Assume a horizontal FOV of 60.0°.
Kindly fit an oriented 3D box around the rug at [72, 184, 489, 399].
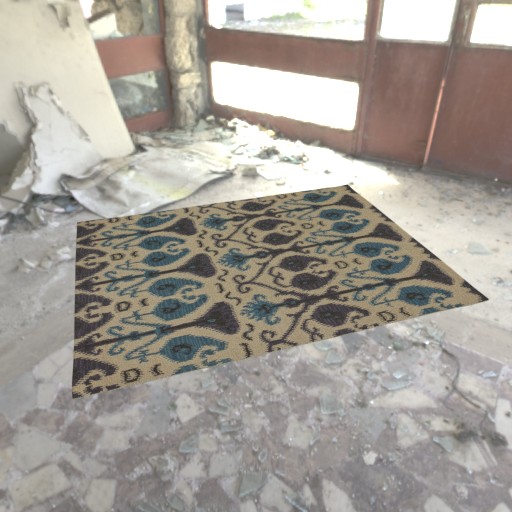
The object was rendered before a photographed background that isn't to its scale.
[{"bbox_3d":[0.000,0.000,4.168,3.228,0.024,2.443,-10,34,-15],"label":"rug"}]
